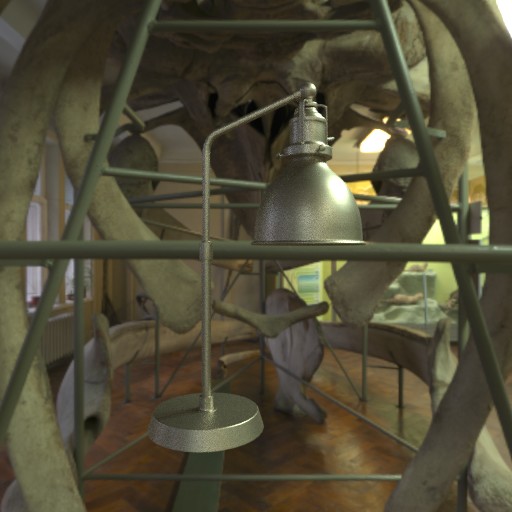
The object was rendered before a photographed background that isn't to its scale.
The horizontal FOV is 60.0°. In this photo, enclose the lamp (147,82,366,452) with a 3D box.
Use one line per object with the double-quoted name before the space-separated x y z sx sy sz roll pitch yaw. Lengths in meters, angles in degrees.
"lamp" 0.000 0.000 0.588 0.286 0.456 0.153 0 1 2
